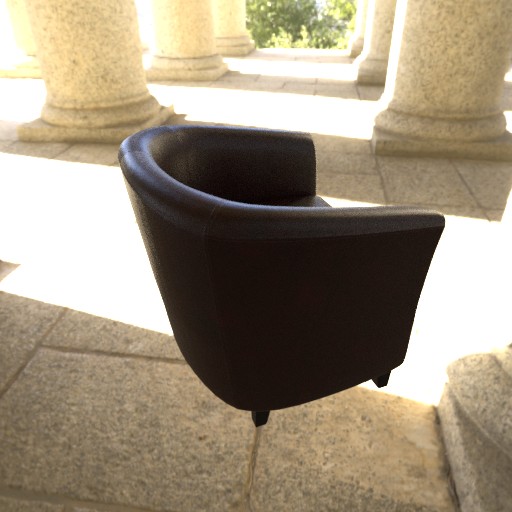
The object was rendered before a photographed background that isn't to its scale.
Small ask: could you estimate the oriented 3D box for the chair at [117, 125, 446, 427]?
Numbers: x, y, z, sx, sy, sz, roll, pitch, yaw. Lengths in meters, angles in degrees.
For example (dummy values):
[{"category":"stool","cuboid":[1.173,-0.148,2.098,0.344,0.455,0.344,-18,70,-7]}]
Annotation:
[{"category":"chair","cuboid":[0.000,0.000,1.398,0.727,0.756,0.792,-11,33,-18]}]
